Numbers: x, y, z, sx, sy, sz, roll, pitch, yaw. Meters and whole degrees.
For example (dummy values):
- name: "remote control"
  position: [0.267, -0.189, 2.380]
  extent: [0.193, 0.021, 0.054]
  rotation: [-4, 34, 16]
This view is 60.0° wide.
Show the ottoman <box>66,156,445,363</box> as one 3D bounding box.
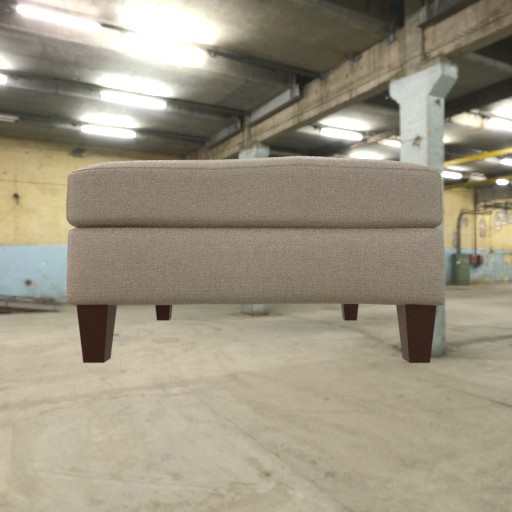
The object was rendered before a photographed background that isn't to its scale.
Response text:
- name: "ottoman"
  position: [0.000, 0.000, 1.355]
  extent: [0.838, 0.481, 0.838]
  rotation: [0, -1, 0]
